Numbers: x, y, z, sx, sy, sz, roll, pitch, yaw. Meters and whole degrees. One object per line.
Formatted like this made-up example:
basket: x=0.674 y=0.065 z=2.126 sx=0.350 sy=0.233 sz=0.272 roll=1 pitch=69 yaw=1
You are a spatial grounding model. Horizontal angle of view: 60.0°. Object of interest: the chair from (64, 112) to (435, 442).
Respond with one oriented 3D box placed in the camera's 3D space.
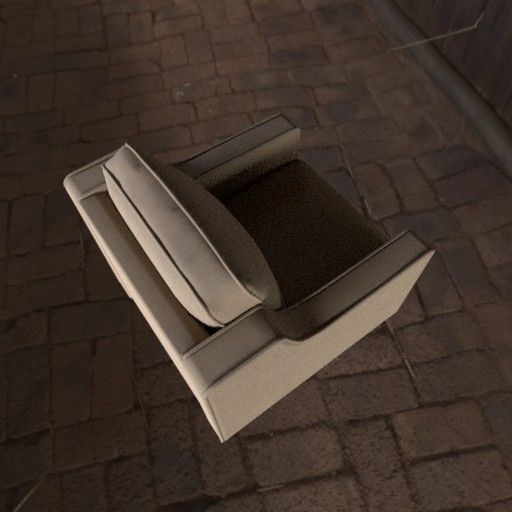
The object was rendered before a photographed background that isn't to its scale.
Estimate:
chair: x=0.000 y=0.000 z=1.639 sx=0.909 sy=0.960 sz=0.831 roll=-32 pitch=63 yaw=-18
